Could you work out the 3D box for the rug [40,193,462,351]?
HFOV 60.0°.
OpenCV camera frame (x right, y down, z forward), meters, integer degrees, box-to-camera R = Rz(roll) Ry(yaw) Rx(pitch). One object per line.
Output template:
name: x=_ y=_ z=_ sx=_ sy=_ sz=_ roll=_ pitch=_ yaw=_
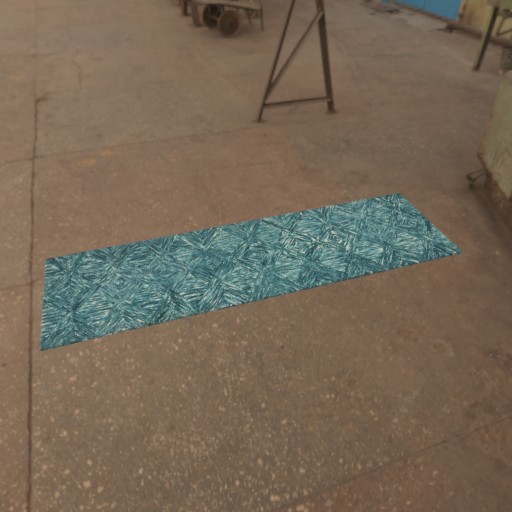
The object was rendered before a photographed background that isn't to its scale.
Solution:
rug: x=0.000 y=0.000 z=2.534 sx=2.286 sy=0.016 sz=0.676 roll=-12 pitch=41 yaw=-14
